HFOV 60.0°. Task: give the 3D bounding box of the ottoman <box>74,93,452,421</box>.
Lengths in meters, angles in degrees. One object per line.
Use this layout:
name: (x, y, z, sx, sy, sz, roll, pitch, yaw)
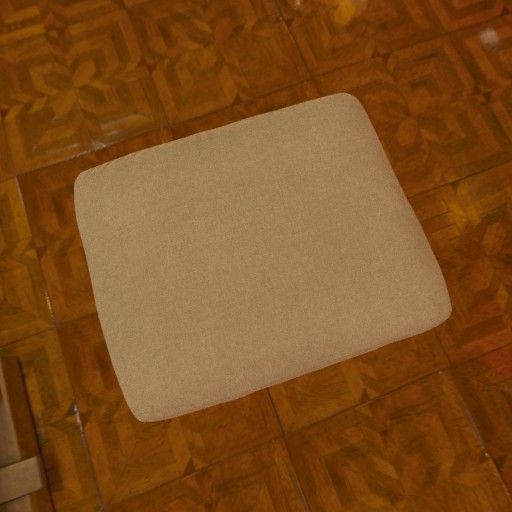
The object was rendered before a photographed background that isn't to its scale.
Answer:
ottoman: (0.000, 0.000, 1.238, 0.837, 0.481, 0.683, -18, 76, -5)
